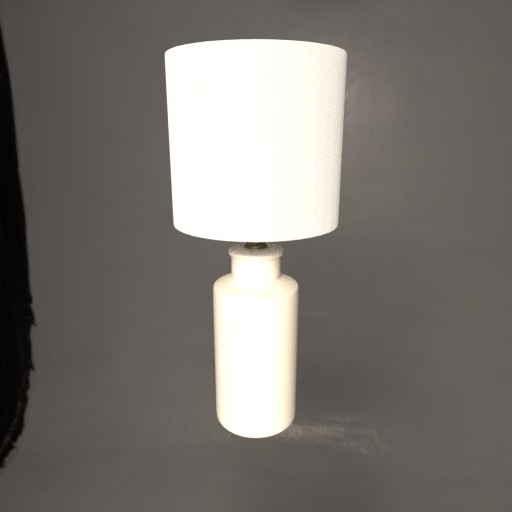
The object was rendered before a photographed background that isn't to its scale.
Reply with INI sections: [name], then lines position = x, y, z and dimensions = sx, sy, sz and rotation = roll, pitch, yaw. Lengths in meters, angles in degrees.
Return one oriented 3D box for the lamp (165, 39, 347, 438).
[lamp]
position = 0.000, 0.000, 0.593
dimensions = 0.212, 0.493, 0.212
rotation = 2, 16, 8
